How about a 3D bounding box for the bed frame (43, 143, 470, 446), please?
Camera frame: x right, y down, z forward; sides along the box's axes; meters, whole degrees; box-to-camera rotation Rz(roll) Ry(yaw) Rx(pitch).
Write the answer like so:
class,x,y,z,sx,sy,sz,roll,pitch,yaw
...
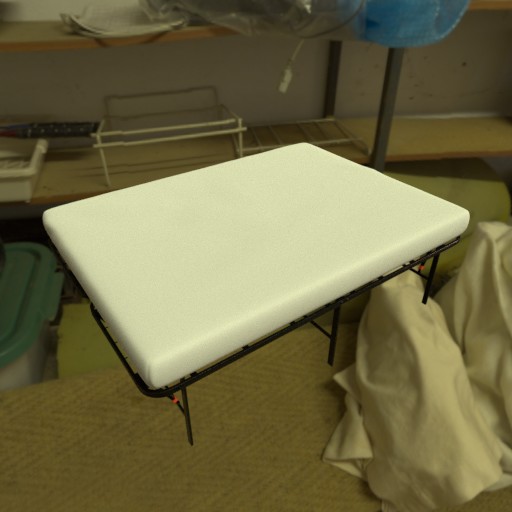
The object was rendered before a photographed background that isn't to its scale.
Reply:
class,x,y,z,sx,sy,sz,roll,pitch,yaw
bed frame,0.000,0.000,2.523,1.905,0.637,1.372,-22,39,-29
